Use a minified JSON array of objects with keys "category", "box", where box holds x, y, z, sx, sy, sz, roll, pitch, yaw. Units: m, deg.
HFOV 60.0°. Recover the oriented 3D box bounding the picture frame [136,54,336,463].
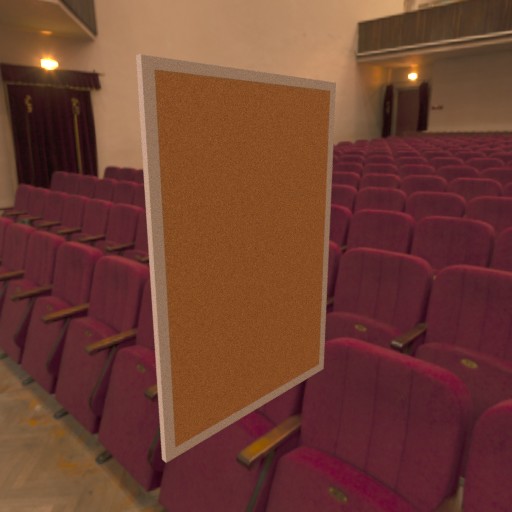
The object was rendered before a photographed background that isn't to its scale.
[{"category":"picture frame","box":[0.000,0.000,0.848,0.013,0.657,0.457,14,21,43]}]
